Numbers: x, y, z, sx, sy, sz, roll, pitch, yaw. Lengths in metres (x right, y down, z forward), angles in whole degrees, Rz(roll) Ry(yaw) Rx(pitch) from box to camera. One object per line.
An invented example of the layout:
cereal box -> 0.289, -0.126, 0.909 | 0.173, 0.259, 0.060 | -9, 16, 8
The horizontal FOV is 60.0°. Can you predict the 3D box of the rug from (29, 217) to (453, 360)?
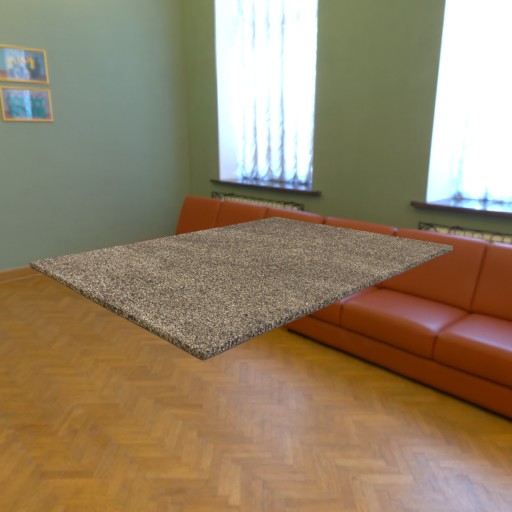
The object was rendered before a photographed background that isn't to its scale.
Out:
rug -> 0.000, 0.000, 2.074 | 1.198, 0.025, 1.601 | 14, 21, 43
